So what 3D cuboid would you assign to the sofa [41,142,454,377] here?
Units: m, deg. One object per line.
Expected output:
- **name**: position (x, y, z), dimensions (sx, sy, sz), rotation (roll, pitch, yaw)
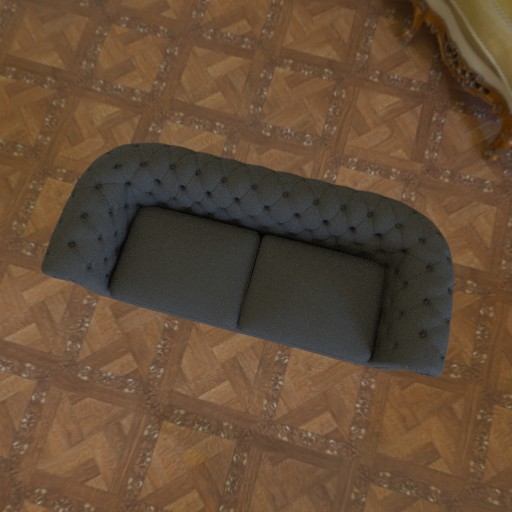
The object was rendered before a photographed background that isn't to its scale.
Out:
- **sofa**: position (0.000, 0.000, 2.868), dimensions (2.362, 0.762, 0.991), rotation (14, 76, 4)
